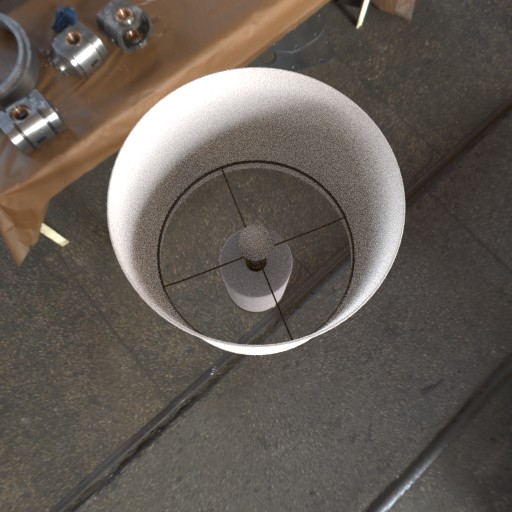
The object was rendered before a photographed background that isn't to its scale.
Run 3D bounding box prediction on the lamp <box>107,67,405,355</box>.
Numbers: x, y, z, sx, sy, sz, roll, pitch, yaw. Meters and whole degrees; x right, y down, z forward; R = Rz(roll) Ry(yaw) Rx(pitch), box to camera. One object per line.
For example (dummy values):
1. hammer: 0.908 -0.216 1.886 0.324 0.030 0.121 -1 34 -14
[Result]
1. lamp: 0.000 0.000 0.525 0.229 0.380 0.229 0 76 0
